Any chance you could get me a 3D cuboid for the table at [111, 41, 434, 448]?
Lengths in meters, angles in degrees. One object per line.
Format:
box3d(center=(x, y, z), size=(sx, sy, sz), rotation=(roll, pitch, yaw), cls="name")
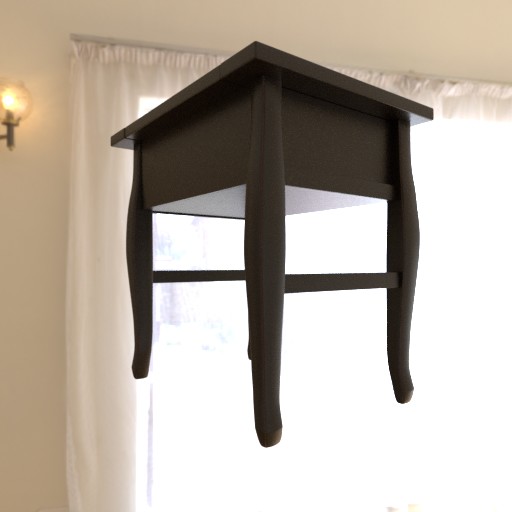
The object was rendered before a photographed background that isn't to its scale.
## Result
box3d(center=(0.000, 0.000, 1.004), size=(0.460, 0.604, 0.602), rotation=(1, -1, -37), cls="table")
